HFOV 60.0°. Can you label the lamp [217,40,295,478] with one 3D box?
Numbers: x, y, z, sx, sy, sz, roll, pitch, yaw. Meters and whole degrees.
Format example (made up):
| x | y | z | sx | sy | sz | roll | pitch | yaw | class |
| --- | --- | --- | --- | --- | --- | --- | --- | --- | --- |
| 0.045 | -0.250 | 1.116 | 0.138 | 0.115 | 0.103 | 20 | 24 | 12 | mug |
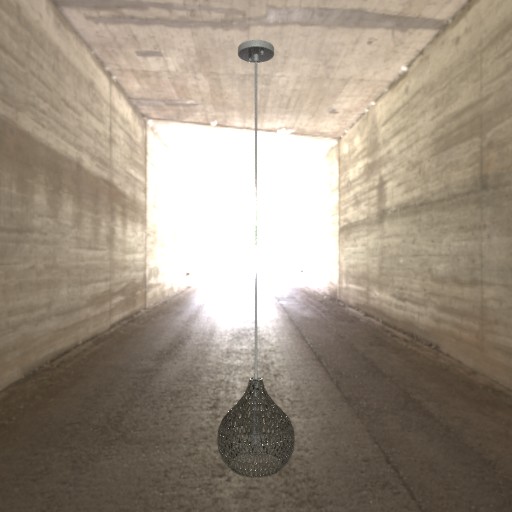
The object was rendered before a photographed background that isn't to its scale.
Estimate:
| x | y | z | sx | sy | sz | roll | pitch | yaw | class |
| --- | --- | --- | --- | --- | --- | --- | --- | --- | --- |
| 0.000 | 0.000 | 2.045 | 0.355 | 1.919 | 0.355 | 0 | 0 | -37 | lamp |
